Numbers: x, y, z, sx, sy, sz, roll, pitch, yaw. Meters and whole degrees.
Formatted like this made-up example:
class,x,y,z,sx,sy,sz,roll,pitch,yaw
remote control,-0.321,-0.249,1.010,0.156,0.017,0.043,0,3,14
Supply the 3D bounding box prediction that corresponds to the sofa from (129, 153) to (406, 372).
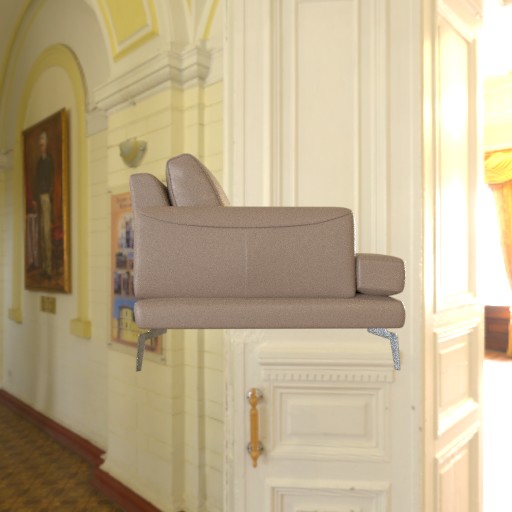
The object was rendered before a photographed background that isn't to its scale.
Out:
class,x,y,z,sx,sy,sz,roll,pitch,yaw
sofa,0.000,0.000,2.420,0.974,0.765,1.940,0,0,-1
